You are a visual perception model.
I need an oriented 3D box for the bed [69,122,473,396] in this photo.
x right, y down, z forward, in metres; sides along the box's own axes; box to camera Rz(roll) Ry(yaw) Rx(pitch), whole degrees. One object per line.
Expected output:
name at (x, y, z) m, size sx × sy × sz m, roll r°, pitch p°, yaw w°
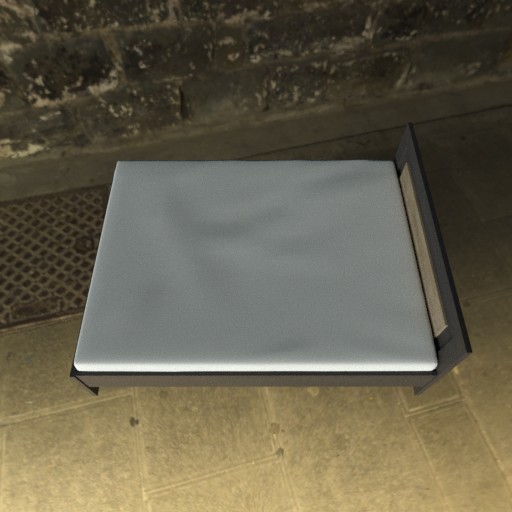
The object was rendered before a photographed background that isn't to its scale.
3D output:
bed at (0.000, 0.000, 2.882) m, size 2.073 × 0.823 × 1.585 m, roll 0°, pitch 59°, yaw 0°
